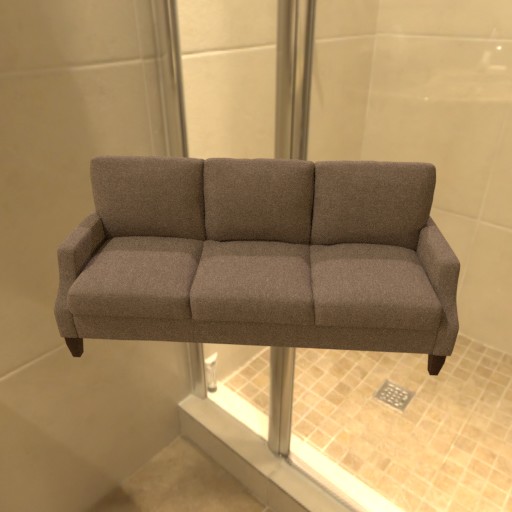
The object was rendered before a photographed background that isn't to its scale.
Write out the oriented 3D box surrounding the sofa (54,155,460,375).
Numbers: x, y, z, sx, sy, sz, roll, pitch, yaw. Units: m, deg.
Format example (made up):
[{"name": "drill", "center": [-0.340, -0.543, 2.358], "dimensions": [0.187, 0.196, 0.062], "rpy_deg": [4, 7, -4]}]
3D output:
[{"name": "sofa", "center": [0.000, 0.000, 2.565], "dimensions": [2.115, 0.984, 0.888], "rpy_deg": [2, 30, 4]}]
